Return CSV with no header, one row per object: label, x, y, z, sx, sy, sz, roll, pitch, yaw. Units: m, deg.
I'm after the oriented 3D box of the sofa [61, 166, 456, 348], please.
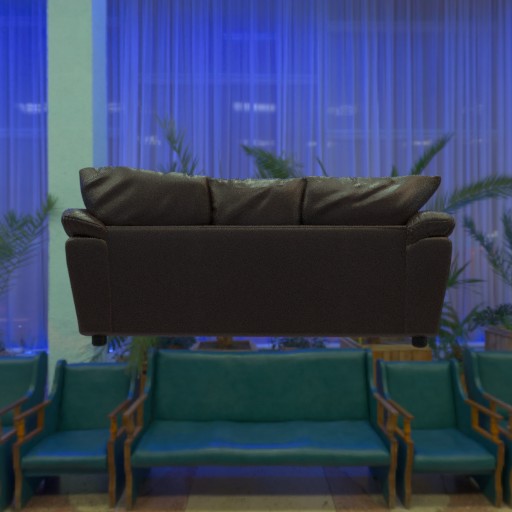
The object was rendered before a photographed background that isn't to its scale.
sofa,0.000,0.000,2.941,2.390,1.091,0.907,0,0,1
